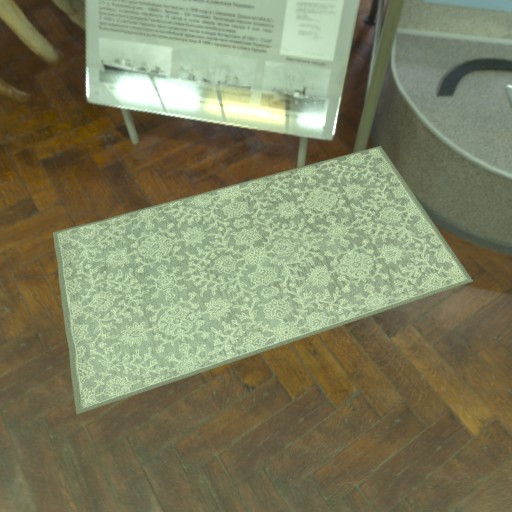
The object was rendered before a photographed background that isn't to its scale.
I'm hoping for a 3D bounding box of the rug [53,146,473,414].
[{"bbox_3d":[0.000,0.000,3.574,3.048,0.011,1.546,-16,60,-10],"label":"rug"}]
